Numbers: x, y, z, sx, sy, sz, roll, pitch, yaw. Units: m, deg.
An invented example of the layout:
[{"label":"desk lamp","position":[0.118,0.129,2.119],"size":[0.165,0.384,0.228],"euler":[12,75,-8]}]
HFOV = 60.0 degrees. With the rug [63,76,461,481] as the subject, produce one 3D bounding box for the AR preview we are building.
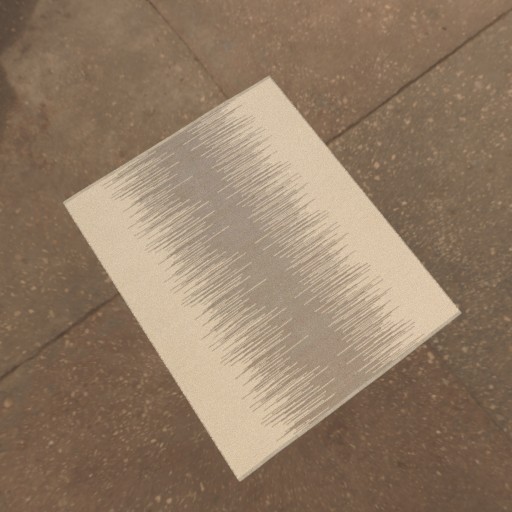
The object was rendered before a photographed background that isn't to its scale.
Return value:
[{"label":"rug","position":[0.000,0.000,4.158],"size":[2.453,0.010,3.037],"euler":[-34,79,-8]}]
